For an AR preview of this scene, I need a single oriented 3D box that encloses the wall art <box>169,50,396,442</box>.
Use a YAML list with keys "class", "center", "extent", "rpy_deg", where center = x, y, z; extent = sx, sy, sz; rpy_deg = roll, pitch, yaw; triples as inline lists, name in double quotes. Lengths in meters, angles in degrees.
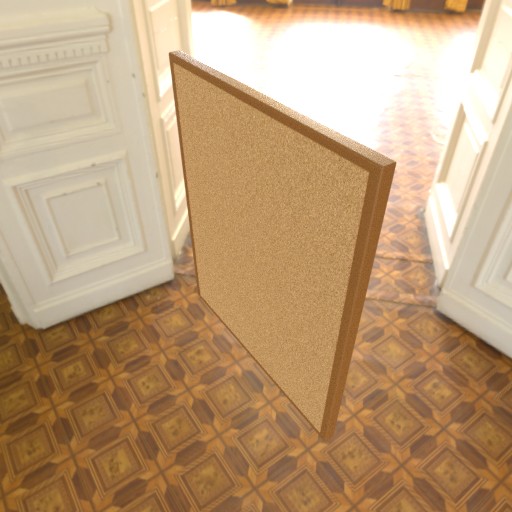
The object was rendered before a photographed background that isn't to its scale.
- class: "wall art"
  center: [0.000, 0.000, 0.516]
  extent: [0.015, 0.379, 0.310]
  rpy_deg: [-25, 47, -26]
